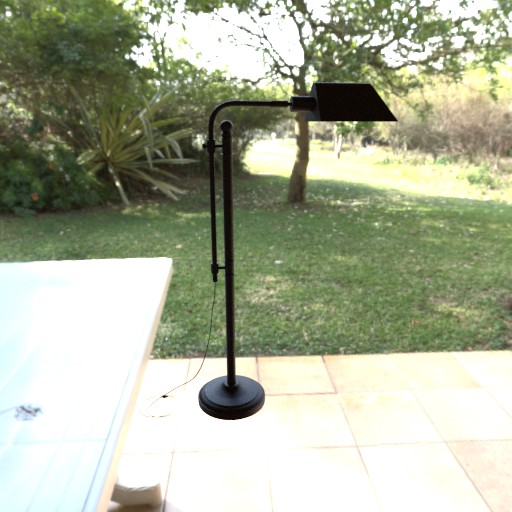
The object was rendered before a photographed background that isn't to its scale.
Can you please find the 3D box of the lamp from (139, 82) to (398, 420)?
[{"bbox_3d":[0.000,0.000,0.963,0.545,0.708,0.159,-3,17,-9],"label":"lamp"}]
